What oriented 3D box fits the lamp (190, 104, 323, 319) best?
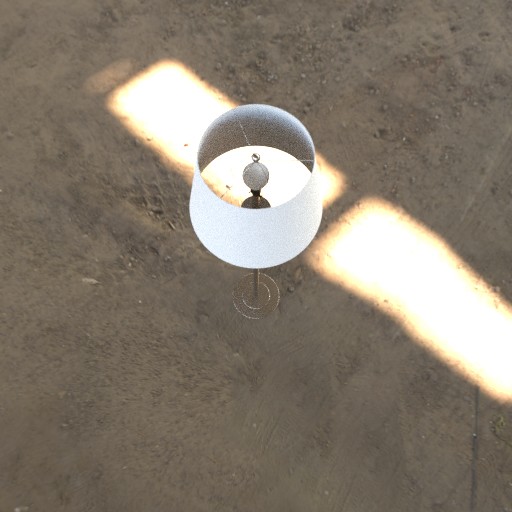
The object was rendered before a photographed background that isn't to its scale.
[{"bbox_3d":[0.000,0.000,1.642,0.355,1.473,0.355,0,73,0],"label":"lamp"}]
